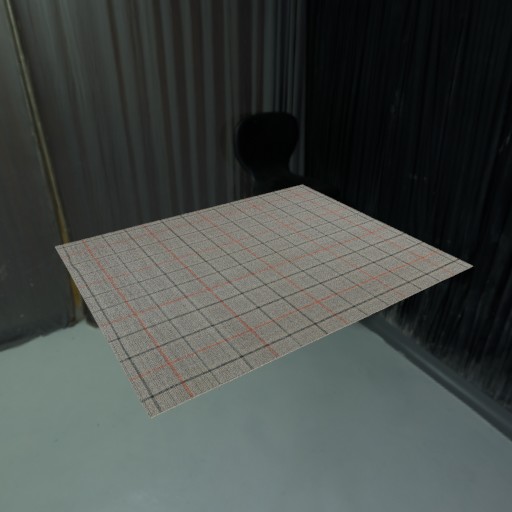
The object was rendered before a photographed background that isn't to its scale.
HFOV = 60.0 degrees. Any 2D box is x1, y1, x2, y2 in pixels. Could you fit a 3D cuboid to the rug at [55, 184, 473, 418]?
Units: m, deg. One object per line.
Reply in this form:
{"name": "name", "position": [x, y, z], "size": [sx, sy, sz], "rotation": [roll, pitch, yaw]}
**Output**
{"name": "rug", "position": [0.000, 0.000, 4.128], "size": [3.048, 0.012, 2.444], "rotation": [-18, 34, -29]}
